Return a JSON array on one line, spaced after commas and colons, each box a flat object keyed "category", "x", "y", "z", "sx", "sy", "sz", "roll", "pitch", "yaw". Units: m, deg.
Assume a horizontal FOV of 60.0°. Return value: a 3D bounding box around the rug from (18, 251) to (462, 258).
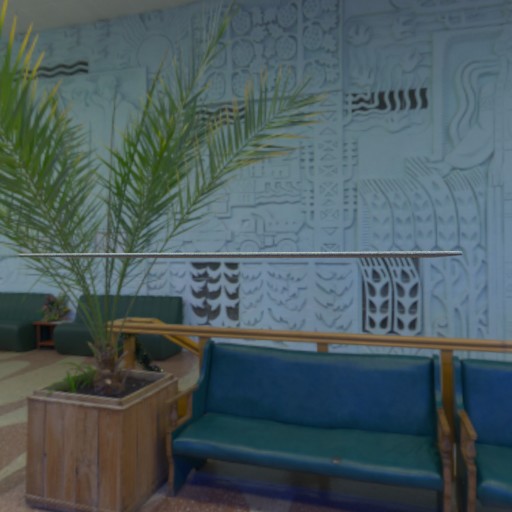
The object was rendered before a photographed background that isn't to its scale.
[{"category": "rug", "x": 0.000, "y": 0.000, "z": 2.719, "sx": 2.132, "sy": 0.015, "sz": 1.526, "roll": 0, "pitch": -1, "yaw": 18}]
